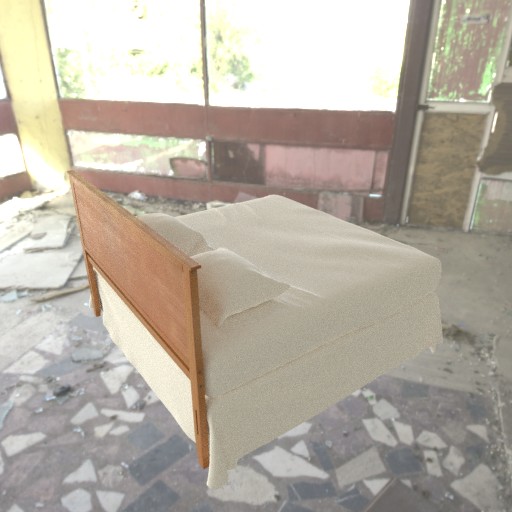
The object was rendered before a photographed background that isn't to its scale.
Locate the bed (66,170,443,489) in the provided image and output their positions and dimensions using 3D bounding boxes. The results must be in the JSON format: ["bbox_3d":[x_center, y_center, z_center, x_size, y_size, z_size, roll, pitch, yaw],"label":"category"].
[{"bbox_3d":[0.000,0.000,3.484,2.215,1.270,2.317,-17,30,-32],"label":"bed"}]
